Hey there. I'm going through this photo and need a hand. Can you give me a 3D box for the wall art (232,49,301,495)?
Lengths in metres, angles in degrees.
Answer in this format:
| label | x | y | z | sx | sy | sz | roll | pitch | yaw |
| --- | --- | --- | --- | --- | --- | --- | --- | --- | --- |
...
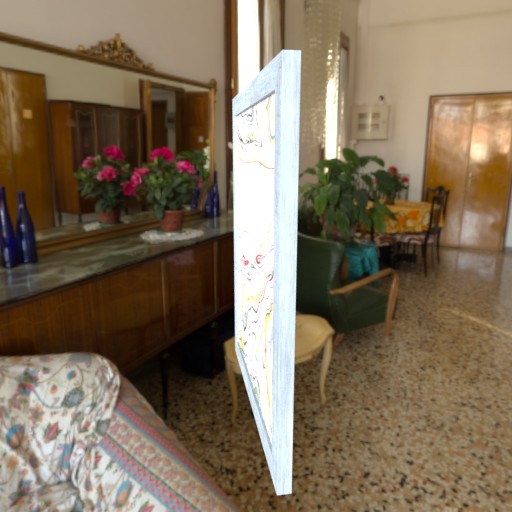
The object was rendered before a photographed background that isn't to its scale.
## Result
| label | x | y | z | sx | sy | sz | roll | pitch | yaw |
| --- | --- | --- | --- | --- | --- | --- | --- | --- | --- |
| wall art | 0.000 | 0.000 | 0.790 | 0.022 | 0.582 | 0.479 | -2 | 13 | -9 |
